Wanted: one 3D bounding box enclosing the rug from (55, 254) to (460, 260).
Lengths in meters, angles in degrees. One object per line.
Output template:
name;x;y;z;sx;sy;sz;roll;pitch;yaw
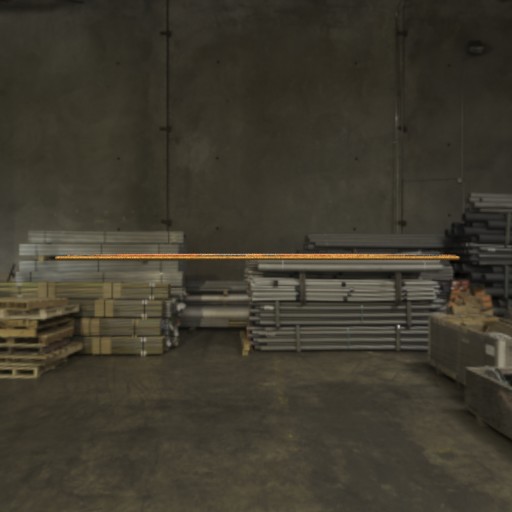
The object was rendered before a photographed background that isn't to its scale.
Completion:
rug;0.000;0.000;4.176;2.435;0.031;3.040;0;0;0
